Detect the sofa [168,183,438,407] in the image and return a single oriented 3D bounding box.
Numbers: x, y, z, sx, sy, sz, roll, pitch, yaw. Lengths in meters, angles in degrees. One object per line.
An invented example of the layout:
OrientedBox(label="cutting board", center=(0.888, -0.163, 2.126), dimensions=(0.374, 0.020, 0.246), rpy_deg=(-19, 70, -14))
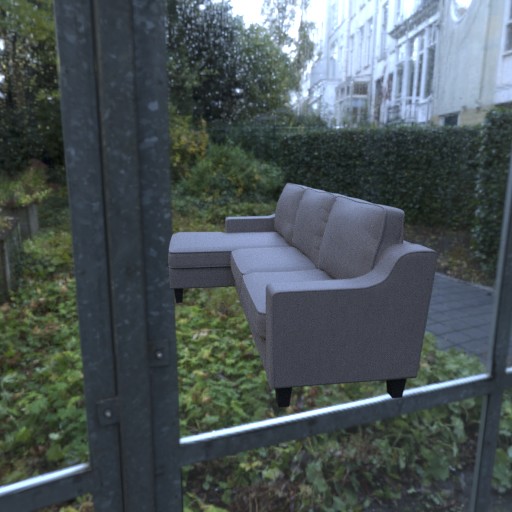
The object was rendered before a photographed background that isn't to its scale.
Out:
OrientedBox(label="sofa", center=(0.000, 0.000, 3.190), dimensions=(1.294, 0.928, 2.561), rpy_deg=(-2, 12, -8))
